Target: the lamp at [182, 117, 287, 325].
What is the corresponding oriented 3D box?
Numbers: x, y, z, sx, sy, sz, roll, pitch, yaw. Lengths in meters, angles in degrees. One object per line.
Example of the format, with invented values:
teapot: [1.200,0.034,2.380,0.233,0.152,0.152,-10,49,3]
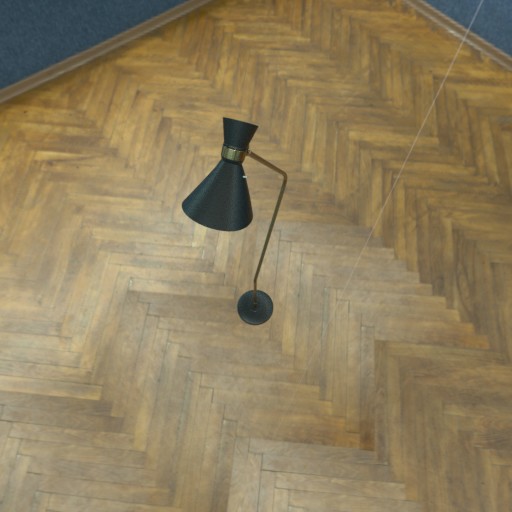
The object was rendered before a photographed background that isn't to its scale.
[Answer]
lamp: [0.000,0.000,1.622,0.467,1.438,0.277,-34,69,-15]
